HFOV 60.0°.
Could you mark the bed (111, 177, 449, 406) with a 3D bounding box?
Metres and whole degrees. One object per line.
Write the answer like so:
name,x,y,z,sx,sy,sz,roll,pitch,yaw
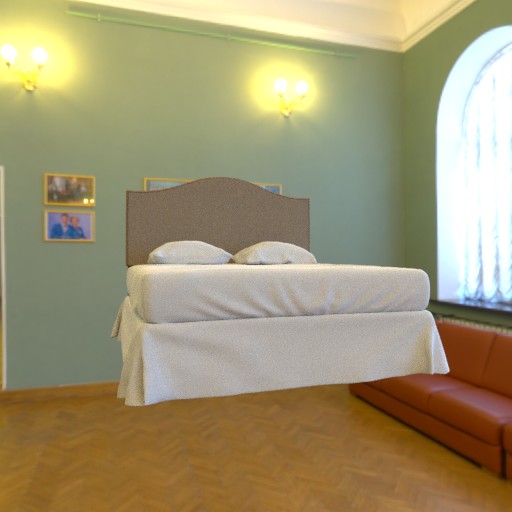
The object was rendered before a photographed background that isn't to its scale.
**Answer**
bed,0.000,0.000,3.726,2.311,1.651,2.222,0,0,-19
